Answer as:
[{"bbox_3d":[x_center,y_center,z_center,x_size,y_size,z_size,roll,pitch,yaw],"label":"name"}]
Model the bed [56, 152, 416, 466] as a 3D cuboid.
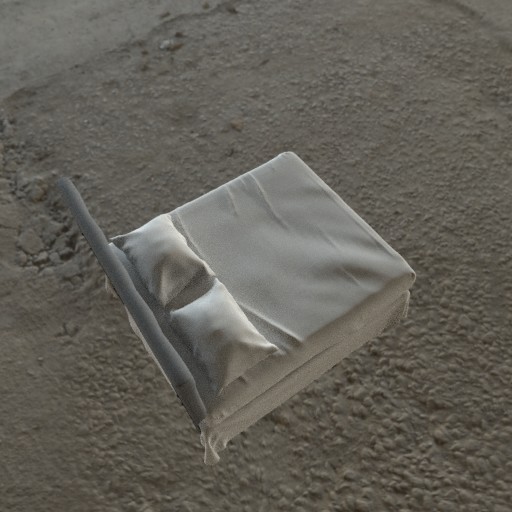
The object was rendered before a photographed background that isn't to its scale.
[{"bbox_3d":[0.000,0.000,3.471,2.222,1.577,1.936,-30,63,-18],"label":"bed"}]
